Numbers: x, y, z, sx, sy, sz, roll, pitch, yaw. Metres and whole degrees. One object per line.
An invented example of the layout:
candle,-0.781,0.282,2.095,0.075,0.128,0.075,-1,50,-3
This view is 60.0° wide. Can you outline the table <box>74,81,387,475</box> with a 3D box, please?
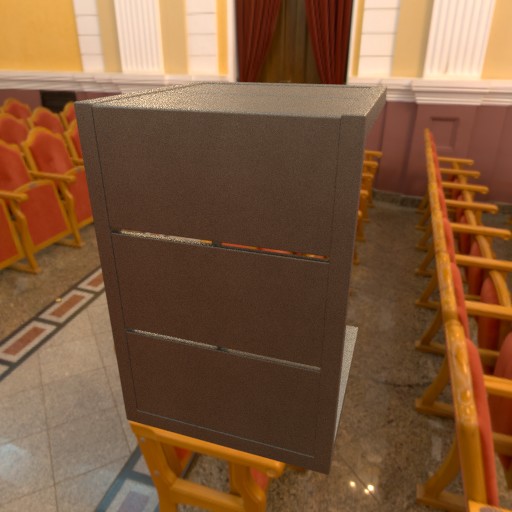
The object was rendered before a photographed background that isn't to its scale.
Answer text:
table,0.000,0.000,0.878,0.405,0.609,0.420,8,27,16
